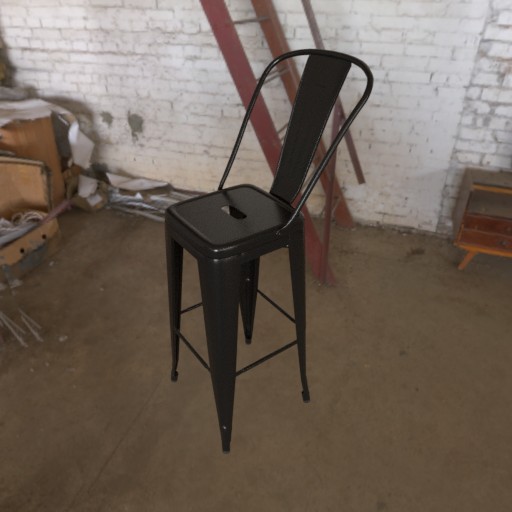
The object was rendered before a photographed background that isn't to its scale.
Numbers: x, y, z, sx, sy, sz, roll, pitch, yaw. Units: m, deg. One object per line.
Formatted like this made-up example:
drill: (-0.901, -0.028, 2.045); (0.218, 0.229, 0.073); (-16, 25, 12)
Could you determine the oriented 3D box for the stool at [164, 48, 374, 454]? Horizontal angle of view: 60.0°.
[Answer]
stool: (0.000, 0.000, 1.339); (0.513, 1.096, 0.399); (-21, 39, -29)
